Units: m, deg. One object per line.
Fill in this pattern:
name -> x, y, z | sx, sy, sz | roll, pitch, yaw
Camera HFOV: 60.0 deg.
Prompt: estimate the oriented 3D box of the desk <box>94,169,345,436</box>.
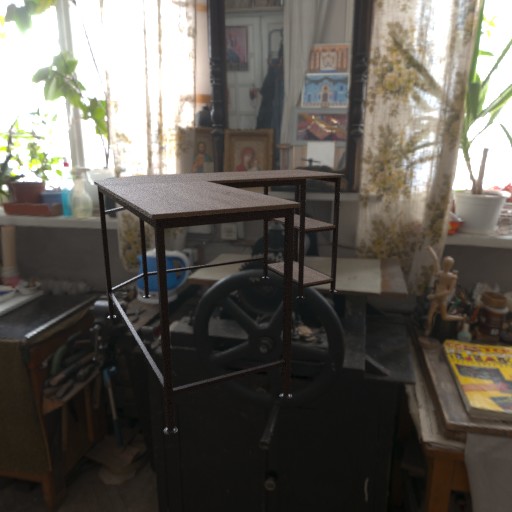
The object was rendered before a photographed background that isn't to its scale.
desk -> 0.000, 0.000, 2.251 | 1.379, 0.739, 1.379 | -8, 17, -26
